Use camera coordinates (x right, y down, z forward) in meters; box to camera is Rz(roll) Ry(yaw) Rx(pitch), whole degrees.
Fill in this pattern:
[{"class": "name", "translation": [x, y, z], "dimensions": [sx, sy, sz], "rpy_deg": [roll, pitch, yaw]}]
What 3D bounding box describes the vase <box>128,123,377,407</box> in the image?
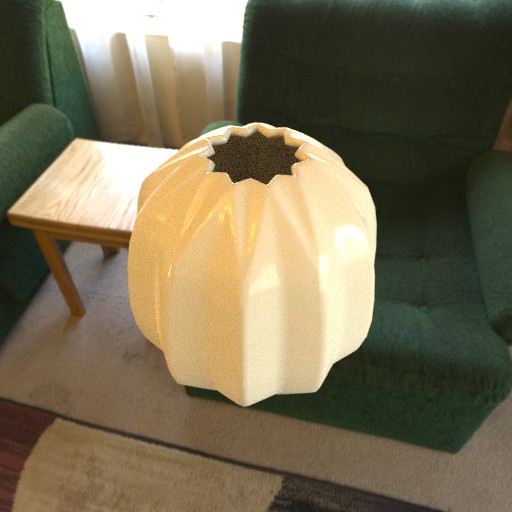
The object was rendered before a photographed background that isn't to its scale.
[{"class": "vase", "translation": [0.000, 0.000, 0.245], "dimensions": [0.139, 0.134, 0.139], "rpy_deg": [0, 46, 0]}]
